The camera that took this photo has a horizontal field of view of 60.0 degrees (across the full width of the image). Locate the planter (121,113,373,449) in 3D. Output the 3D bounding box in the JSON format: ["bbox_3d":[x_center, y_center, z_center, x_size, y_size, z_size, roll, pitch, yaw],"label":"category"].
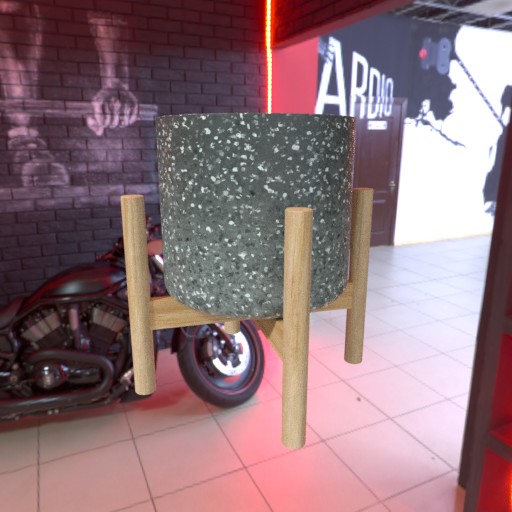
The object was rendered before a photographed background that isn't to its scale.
[{"bbox_3d":[0.000,0.000,0.541,0.284,0.320,0.284,2,15,7],"label":"planter"}]
